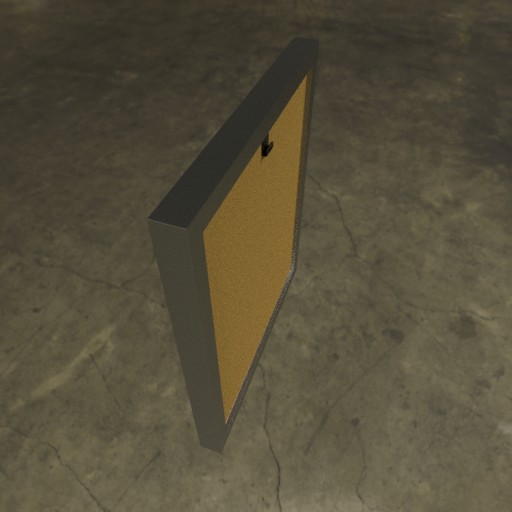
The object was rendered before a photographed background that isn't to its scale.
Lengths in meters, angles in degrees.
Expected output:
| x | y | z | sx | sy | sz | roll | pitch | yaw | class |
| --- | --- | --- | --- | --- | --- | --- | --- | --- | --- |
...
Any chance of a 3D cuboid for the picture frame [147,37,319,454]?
| x | y | z | sx | sy | sz | roll | pitch | yaw | class |
| --- | --- | --- | --- | --- | --- | --- | --- | --- | --- |
| 0.000 | 0.000 | 1.336 | 0.073 | 0.968 | 0.839 | 15 | 48 | 14 | picture frame |
